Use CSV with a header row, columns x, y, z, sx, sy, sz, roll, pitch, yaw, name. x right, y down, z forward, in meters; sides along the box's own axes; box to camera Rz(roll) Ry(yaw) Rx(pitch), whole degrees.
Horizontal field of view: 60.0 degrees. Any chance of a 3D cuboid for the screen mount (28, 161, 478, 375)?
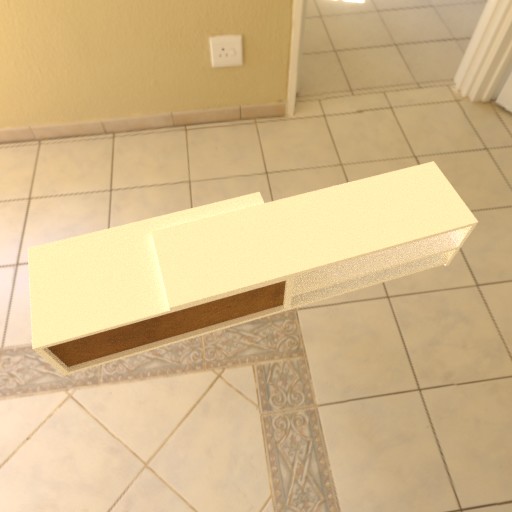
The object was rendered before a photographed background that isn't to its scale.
x,y,z,sx,sy,sz,roll,pitch,yaw,name
0.000,0.000,1.826,1.680,0.320,0.420,-15,59,-9,screen mount
